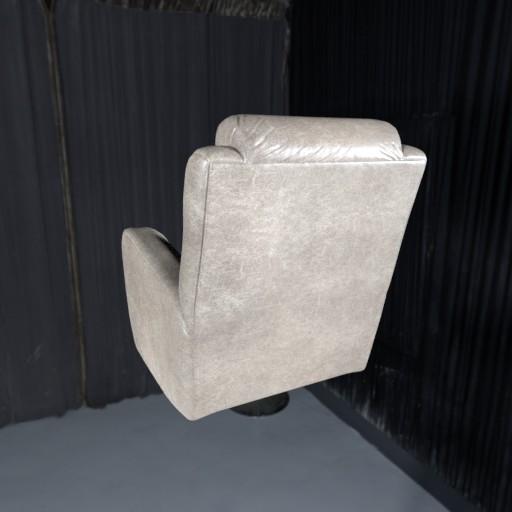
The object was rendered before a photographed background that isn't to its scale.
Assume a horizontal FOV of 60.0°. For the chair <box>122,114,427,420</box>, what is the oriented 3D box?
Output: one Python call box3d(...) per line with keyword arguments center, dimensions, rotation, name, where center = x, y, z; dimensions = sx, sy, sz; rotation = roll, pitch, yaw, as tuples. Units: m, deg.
box3d(center=(0.000, 0.000, 1.933), dimensions=(0.967, 1.116, 1.068), rotation=(-7, 16, -27), name="chair")
